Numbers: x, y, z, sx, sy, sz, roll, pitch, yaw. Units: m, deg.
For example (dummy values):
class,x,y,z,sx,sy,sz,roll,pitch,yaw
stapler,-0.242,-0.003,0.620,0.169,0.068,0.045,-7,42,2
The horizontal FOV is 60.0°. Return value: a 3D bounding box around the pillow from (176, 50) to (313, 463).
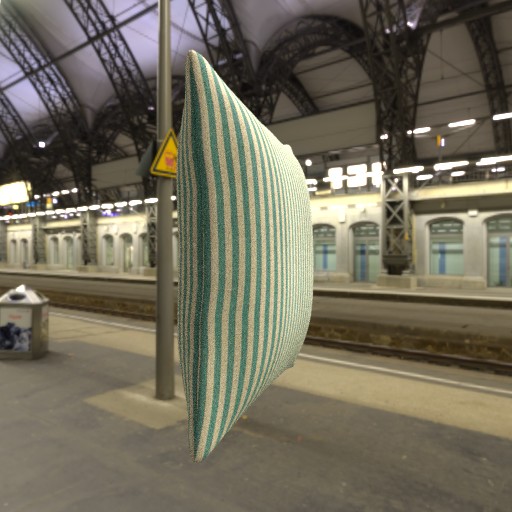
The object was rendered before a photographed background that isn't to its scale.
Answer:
class,x,y,z,sx,sy,sz,roll,pitch,yaw
pillow,0.000,0.000,0.782,0.166,0.510,0.523,0,0,17
